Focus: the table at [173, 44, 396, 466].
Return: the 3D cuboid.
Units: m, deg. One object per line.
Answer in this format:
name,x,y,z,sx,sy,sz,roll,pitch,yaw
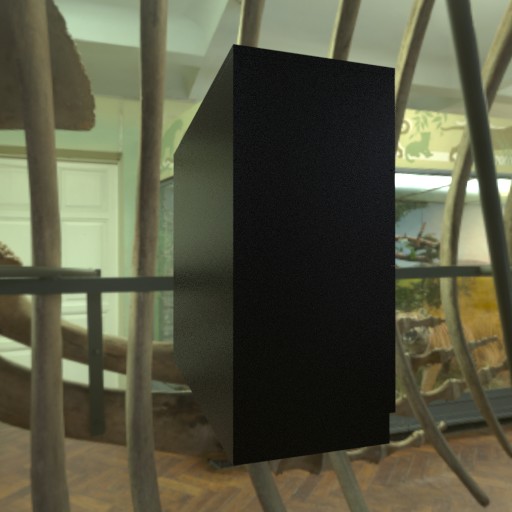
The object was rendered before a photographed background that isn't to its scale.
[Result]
table,0.000,0.000,1.330,0.380,0.790,0.930,0,0,-17
